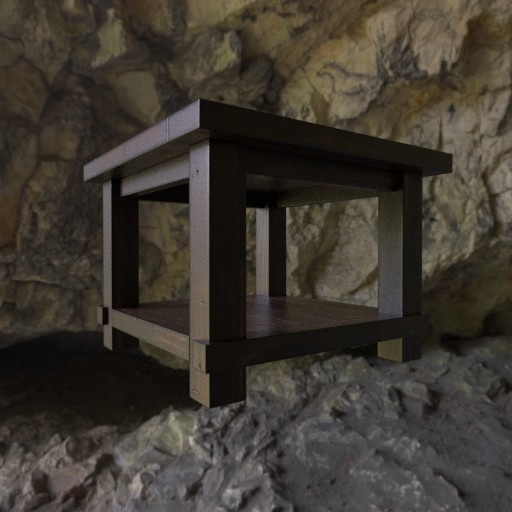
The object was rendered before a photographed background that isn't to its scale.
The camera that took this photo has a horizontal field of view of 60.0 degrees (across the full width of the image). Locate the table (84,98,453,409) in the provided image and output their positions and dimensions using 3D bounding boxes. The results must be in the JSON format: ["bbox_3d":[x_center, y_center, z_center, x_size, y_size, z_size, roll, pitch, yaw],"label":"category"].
[{"bbox_3d":[0.000,0.000,1.012,0.606,0.437,0.593,-1,1,-35],"label":"table"}]
